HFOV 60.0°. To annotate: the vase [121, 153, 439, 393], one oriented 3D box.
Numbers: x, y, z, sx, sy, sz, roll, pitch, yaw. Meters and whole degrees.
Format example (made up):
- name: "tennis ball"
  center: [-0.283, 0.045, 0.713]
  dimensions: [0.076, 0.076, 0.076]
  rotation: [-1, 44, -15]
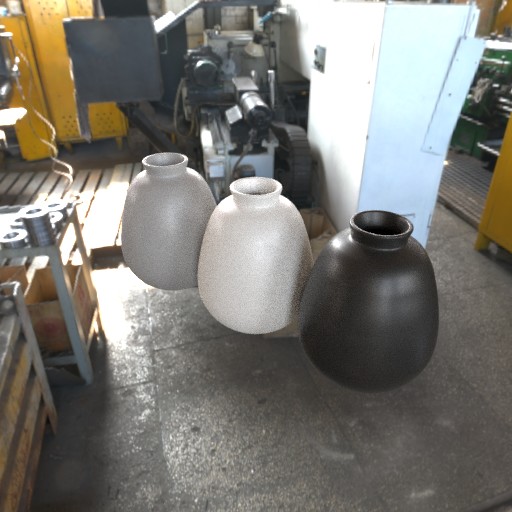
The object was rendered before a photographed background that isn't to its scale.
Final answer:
- name: "vase"
  center: [0.000, 0.000, 0.363]
  dimensions: [0.297, 0.122, 0.097]
  rotation: [22, 37, 32]
